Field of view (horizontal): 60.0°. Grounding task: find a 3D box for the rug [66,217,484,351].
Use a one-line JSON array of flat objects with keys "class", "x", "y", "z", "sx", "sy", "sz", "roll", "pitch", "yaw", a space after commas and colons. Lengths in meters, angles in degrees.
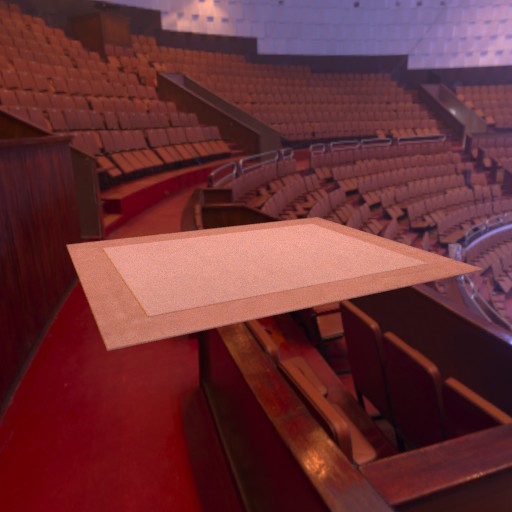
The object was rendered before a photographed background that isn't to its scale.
[{"class": "rug", "x": 0.000, "y": 0.000, "z": 4.091, "sx": 3.048, "sy": 0.014, "sz": 2.438, "roll": -8, "pitch": 18, "yaw": -26}]
